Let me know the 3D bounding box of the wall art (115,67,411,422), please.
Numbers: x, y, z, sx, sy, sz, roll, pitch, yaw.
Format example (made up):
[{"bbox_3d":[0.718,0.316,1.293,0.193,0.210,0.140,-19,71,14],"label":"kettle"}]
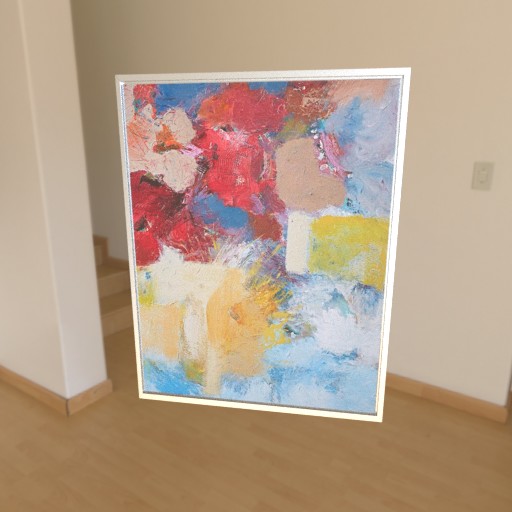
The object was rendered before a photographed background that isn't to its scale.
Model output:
[{"bbox_3d":[0.000,0.000,1.352,0.816,1.046,0.030,2,15,9],"label":"wall art"}]
